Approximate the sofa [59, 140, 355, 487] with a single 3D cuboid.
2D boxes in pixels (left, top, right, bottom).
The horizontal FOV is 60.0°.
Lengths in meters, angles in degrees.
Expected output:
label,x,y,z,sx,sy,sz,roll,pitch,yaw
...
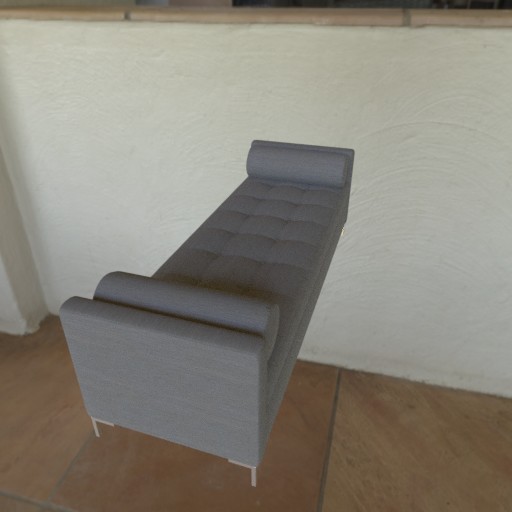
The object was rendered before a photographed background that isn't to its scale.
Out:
label,x,y,z,sx,sy,sz,roll,pitch,yaw
sofa,0.000,0.000,2.271,0.686,0.635,1.981,10,32,16
